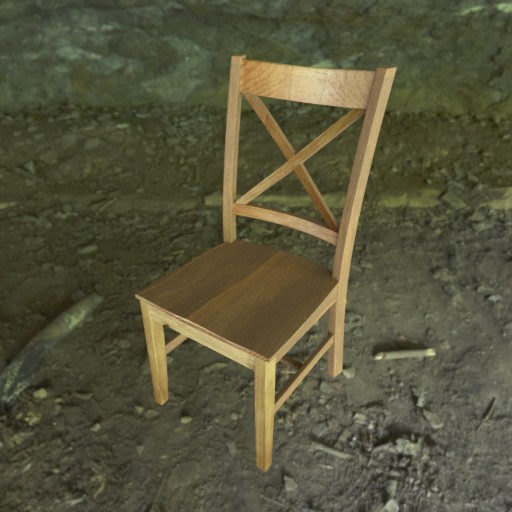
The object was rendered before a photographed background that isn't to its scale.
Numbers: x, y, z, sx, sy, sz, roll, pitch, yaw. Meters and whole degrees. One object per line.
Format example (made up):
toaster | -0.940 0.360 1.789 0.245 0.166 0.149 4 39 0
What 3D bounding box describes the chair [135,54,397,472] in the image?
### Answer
chair | 0.000 0.000 1.263 0.485 0.983 0.542 19 35 30
